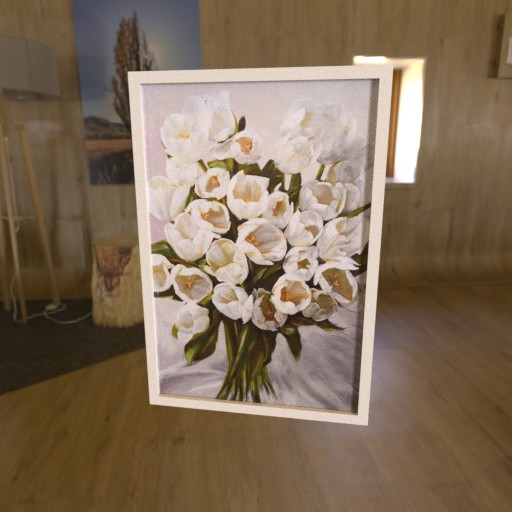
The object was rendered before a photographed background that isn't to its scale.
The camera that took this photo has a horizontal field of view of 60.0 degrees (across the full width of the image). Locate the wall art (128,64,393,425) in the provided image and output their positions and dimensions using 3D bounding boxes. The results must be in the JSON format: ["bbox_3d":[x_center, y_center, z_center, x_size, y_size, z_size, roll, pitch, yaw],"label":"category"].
[{"bbox_3d":[0.000,0.000,0.841,0.450,0.657,0.038,2,15,9],"label":"wall art"}]
